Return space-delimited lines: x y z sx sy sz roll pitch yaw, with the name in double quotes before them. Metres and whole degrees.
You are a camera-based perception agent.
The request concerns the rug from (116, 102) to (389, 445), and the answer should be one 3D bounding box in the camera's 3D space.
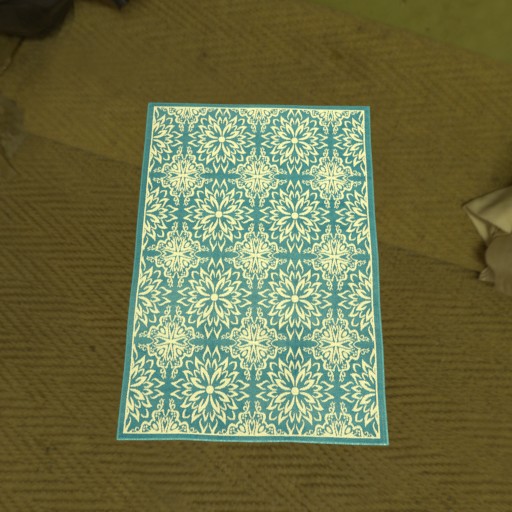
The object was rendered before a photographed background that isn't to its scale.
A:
"rug" 0.000 0.000 2.815 1.554 0.012 2.205 1 75 0
